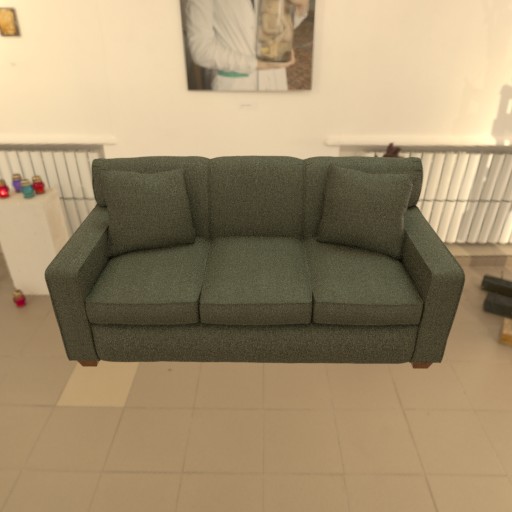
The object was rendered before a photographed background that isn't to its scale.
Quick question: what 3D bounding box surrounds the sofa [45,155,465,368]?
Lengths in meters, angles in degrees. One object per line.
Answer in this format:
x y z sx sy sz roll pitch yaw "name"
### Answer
0.000 0.000 2.563 2.024 0.958 0.997 0 30 0 "sofa"
